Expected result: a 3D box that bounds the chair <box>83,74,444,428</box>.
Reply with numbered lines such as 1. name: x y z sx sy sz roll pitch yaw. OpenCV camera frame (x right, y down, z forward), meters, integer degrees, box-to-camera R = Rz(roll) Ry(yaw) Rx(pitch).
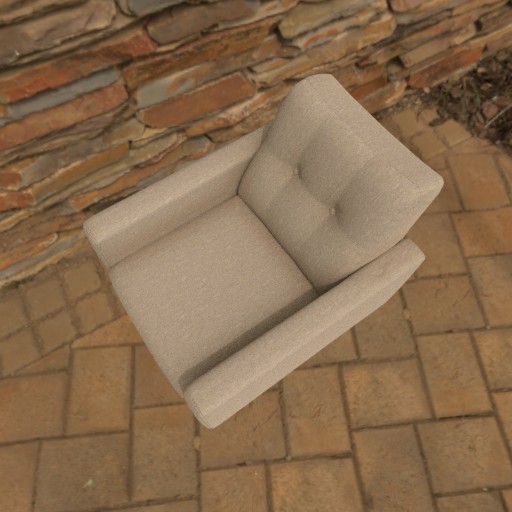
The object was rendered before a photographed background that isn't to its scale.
1. chair: 0.000 0.000 1.856 1.128 0.965 0.897 -32 68 -15
